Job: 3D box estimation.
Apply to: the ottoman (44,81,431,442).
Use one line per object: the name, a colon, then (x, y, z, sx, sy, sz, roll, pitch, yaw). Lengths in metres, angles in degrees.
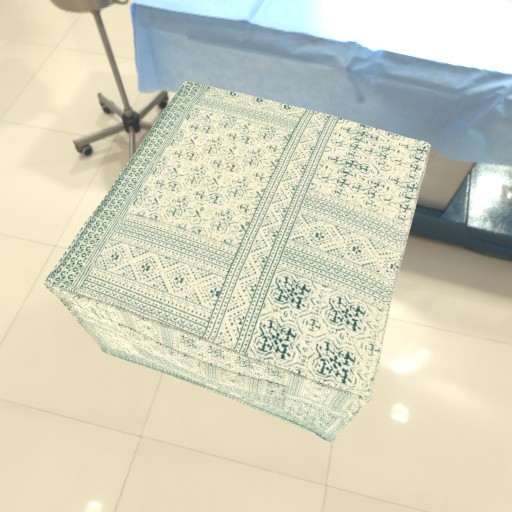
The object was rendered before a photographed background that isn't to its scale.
ottoman: (0.000, 0.000, 1.052, 0.617, 0.439, 0.626, 18, 61, 10)
